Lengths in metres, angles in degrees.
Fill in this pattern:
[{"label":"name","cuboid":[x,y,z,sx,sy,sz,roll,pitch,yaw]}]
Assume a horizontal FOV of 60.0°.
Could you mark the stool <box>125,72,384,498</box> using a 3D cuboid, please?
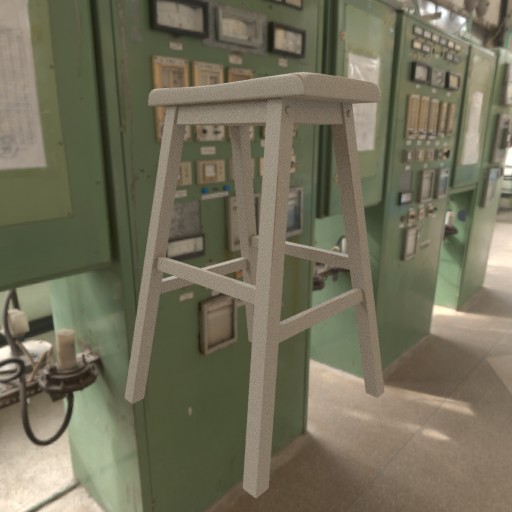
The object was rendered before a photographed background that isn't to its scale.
[{"label":"stool","cuboid":[0.000,0.000,1.026,0.457,0.737,0.476,14,21,42]}]
